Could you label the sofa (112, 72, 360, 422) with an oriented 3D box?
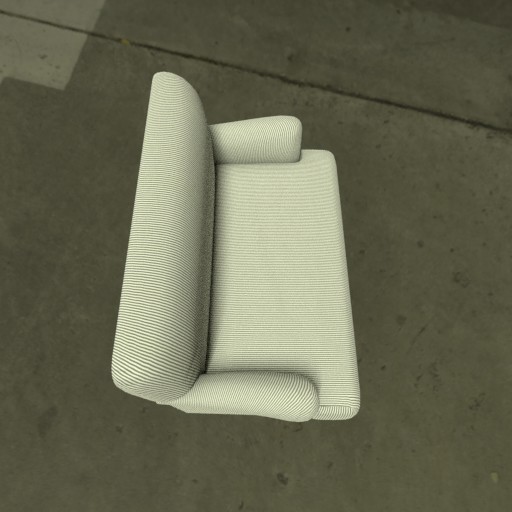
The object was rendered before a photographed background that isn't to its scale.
[{"bbox_3d":[0.000,0.000,1.811,0.779,0.889,1.297,0,63,0],"label":"sofa"}]
